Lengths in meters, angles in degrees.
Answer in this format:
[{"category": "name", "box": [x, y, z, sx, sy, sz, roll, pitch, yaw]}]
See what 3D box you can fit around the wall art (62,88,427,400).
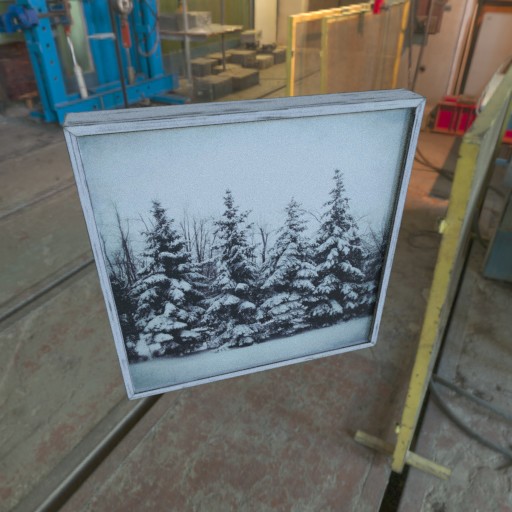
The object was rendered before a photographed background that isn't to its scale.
[{"category": "wall art", "box": [0.000, 0.000, 0.455, 0.303, 0.303, 0.036, -9, 35, -13]}]
